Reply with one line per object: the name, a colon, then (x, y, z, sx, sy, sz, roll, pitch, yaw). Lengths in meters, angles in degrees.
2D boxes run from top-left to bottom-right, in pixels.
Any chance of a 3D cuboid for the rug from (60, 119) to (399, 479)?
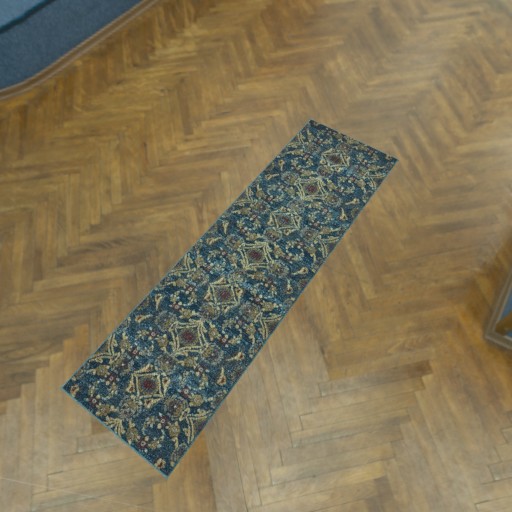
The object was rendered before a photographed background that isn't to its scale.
rug: (0.000, 0.000, 2.510, 0.685, 0.014, 2.292, 31, 63, 18)
